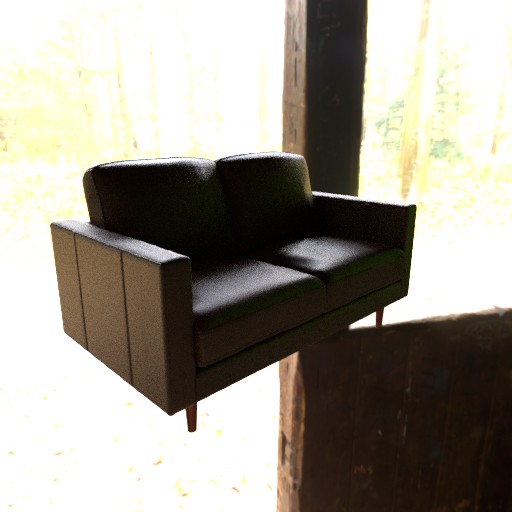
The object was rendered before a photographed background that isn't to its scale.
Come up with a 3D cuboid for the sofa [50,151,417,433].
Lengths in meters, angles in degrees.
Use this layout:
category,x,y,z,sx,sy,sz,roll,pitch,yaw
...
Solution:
category,x,y,z,sx,sy,sz,roll,pitch,yaw
sofa,0.000,0.000,2.157,1.578,0.951,0.909,-15,21,-42
